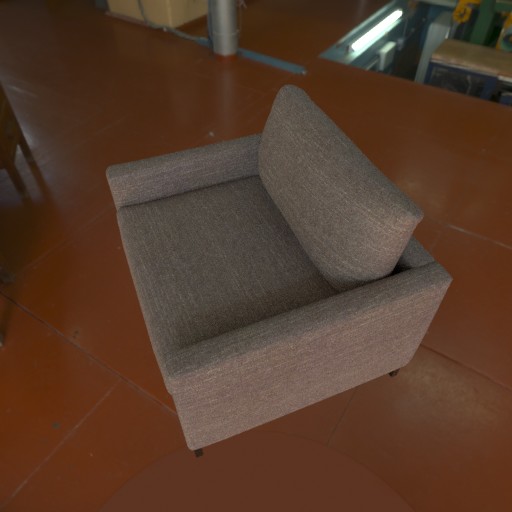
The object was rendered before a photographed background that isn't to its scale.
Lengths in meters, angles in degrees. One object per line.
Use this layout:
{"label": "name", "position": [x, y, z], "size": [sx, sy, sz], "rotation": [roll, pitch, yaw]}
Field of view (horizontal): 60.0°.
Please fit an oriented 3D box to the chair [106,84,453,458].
{"label": "chair", "position": [0.000, 0.000, 1.558], "size": [0.845, 0.841, 0.940], "rotation": [-17, 49, -15]}
